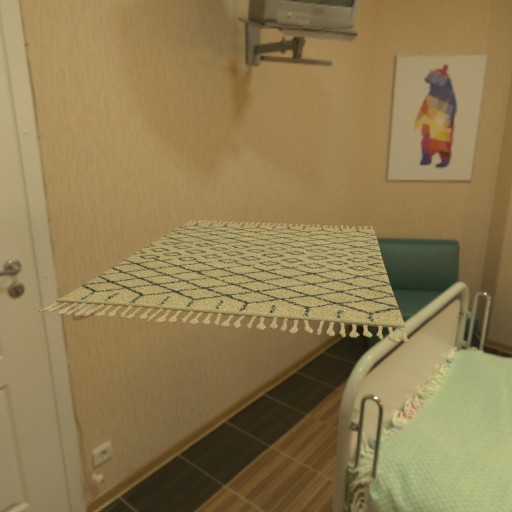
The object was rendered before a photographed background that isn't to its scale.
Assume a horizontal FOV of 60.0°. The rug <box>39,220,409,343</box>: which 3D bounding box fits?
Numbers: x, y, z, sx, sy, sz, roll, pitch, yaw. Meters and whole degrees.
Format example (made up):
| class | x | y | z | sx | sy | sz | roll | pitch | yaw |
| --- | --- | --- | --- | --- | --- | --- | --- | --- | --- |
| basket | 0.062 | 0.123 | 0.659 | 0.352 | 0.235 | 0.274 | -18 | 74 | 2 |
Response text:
| class | x | y | z | sx | sy | sz | roll | pitch | yaw |
| --- | --- | --- | --- | --- | --- | --- | --- | --- | --- |
| rug | 0.000 | 0.000 | 4.253 | 2.388 | 0.030 | 3.213 | 3 | 16 | 10 |
